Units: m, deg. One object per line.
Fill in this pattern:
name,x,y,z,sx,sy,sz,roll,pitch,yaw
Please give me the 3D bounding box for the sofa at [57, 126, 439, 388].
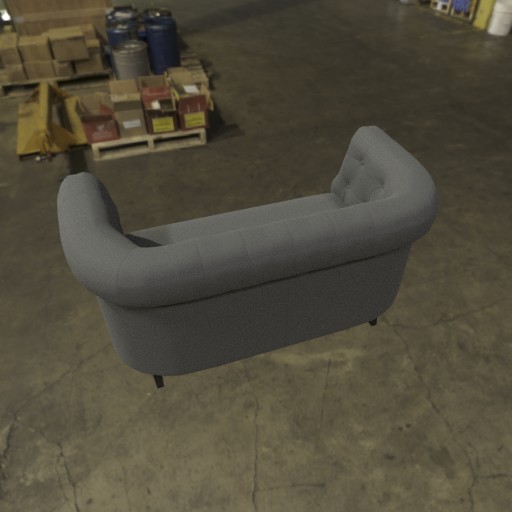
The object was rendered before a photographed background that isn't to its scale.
sofa,0.000,0.000,2.053,1.558,0.827,0.835,-13,43,-14
